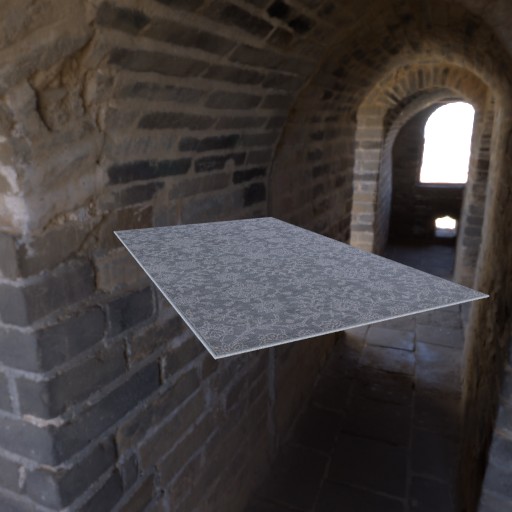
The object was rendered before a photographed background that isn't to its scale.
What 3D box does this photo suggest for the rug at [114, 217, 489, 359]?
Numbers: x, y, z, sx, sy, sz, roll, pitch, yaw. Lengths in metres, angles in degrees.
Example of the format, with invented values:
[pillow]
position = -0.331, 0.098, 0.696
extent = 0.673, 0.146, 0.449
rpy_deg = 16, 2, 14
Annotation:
[rug]
position = 0.000, 0.000, 3.035
extent = 1.515, 0.010, 2.430
rpy_deg = -7, 17, -25
